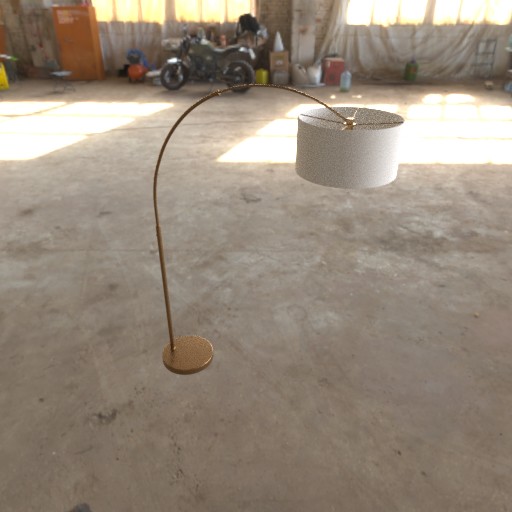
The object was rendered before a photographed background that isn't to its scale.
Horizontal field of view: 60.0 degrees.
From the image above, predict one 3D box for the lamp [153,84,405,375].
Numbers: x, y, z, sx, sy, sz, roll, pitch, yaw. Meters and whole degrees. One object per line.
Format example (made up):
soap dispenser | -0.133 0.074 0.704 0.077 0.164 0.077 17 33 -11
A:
lamp | 0.000 0.000 2.632 1.434 1.927 0.493 10 32 17
